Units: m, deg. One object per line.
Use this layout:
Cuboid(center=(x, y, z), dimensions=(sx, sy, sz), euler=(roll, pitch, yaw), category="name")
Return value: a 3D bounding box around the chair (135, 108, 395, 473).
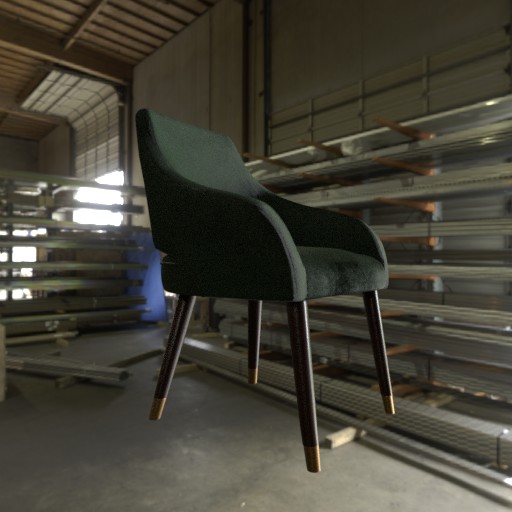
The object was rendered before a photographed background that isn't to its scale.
Cuboid(center=(0.000, 0.000, 1.555), dimensions=(0.794, 1.081, 0.683), euler=(0, -1, 37), category="chair")
